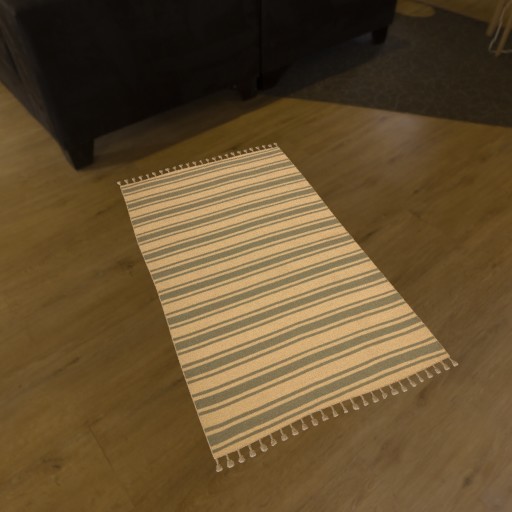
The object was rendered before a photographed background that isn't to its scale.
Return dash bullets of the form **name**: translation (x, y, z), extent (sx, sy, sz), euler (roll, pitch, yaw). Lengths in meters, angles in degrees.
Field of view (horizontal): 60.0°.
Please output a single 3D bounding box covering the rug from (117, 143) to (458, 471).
- **rug**: translation (0.000, 0.000, 2.593), extent (1.222, 0.009, 2.084), euler (-17, 49, -16)
